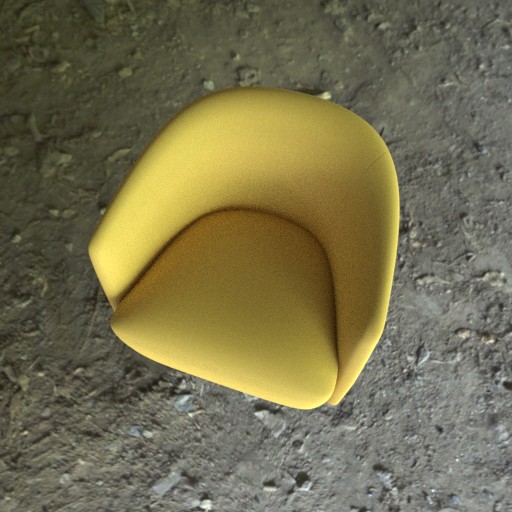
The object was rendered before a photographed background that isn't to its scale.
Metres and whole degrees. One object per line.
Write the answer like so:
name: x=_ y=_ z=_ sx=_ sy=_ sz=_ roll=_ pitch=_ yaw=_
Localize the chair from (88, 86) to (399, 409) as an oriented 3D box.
chair: x=0.000 y=0.000 z=1.387 sx=0.773 sy=0.698 sz=0.767 roll=16 pitch=61 yaw=9
